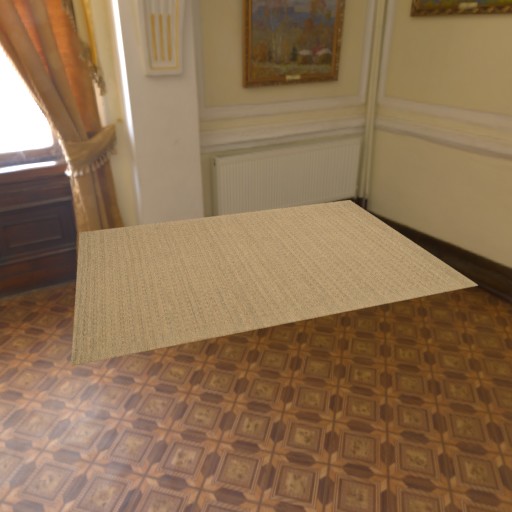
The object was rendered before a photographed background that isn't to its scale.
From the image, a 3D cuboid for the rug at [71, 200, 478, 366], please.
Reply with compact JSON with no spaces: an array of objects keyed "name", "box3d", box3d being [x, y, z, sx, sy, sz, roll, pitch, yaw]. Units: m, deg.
[{"name":"rug","box3d":[0.000,0.000,3.797,2.895,0.006,1.981,-8,28,-16]}]
